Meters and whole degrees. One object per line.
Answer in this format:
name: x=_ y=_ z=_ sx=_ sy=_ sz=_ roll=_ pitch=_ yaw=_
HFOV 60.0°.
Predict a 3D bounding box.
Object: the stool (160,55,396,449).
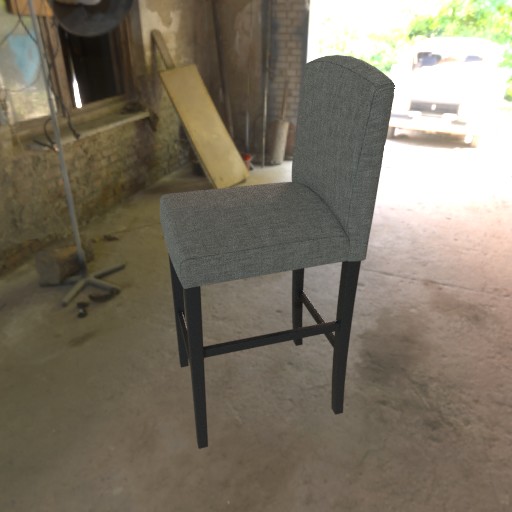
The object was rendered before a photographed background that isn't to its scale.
stool: x=0.000 y=0.000 z=1.392 sx=0.552 sy=1.138 sz=0.451 roll=-8 pitch=30 yaw=-15
